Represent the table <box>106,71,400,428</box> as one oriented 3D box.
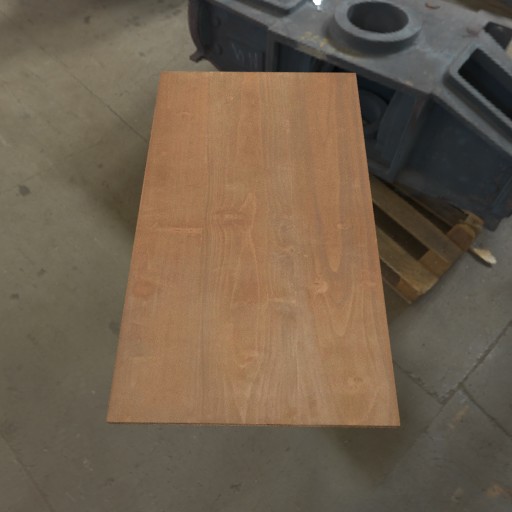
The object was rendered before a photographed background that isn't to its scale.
[{"bbox_3d":[0.000,0.000,2.135,0.946,0.780,1.609,1,63,0],"label":"table"}]
